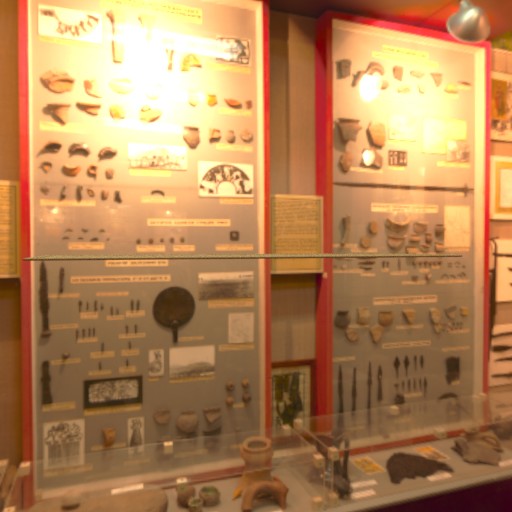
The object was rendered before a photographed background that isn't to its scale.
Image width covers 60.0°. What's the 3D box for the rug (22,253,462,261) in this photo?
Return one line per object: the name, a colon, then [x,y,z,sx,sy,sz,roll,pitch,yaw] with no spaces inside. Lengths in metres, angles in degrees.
rug: [0.000,0.000,2.718,2.448,0.012,0.769,0,1,-18]
